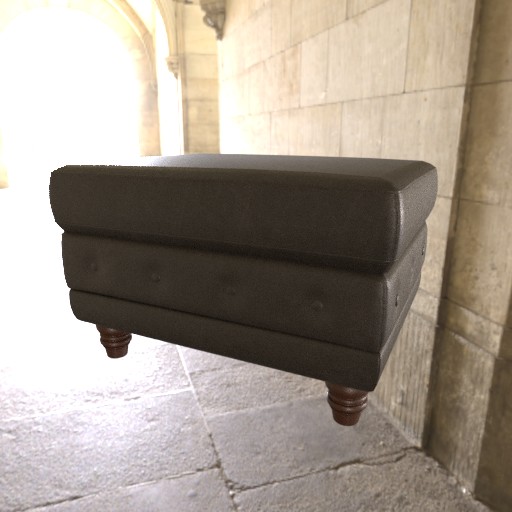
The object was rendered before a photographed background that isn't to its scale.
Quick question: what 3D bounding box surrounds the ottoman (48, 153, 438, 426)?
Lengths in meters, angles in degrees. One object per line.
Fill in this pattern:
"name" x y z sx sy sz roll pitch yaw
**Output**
"ottoman" 0.000 0.000 1.142 0.795 0.498 0.590 8 17 25
